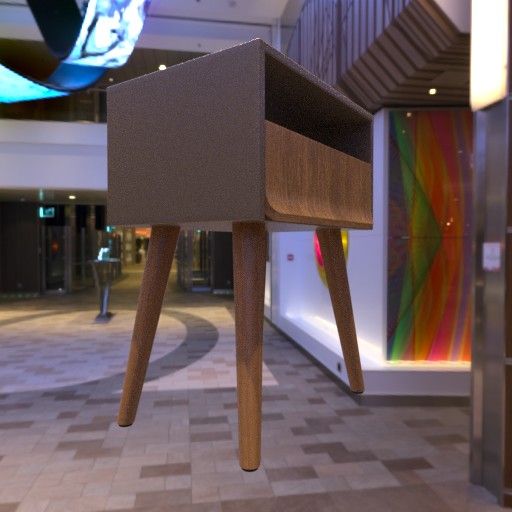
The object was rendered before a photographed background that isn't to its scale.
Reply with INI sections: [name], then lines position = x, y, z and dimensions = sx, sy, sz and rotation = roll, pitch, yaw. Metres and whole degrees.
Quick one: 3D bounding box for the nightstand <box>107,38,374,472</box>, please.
[nightstand]
position = 0.000, 0.000, 0.738
dimensions = 0.288, 0.508, 0.370
rotation = 1, 1, 35
